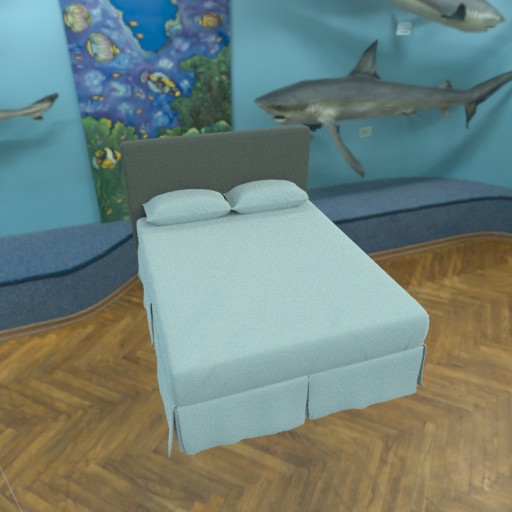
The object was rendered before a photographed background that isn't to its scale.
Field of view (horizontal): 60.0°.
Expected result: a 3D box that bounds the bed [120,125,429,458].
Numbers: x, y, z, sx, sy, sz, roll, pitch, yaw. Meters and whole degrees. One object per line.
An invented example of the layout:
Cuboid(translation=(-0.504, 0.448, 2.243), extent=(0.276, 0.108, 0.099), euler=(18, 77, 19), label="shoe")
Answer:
Cuboid(translation=(0.000, 0.000, 3.335), extent=(1.748, 1.330, 2.142), euler=(-10, 32, -16), label="bed")
